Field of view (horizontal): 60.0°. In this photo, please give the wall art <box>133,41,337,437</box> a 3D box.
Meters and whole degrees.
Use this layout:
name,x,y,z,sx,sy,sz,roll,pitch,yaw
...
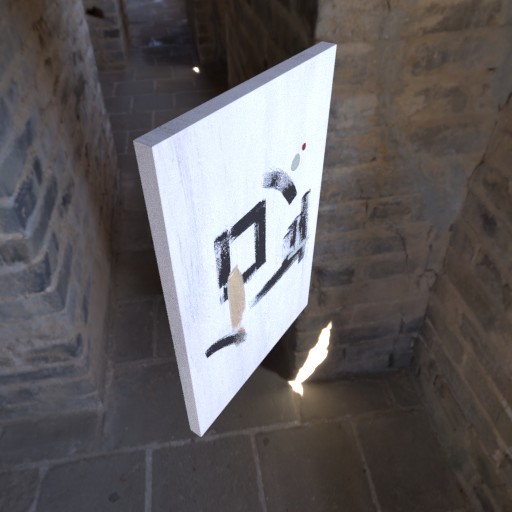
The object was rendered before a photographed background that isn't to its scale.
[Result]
name,x,y,z,sx,sy,sz,roll,pitch,yaw
wall art,0.000,0.000,1.175,0.043,0.914,0.624,24,47,25
